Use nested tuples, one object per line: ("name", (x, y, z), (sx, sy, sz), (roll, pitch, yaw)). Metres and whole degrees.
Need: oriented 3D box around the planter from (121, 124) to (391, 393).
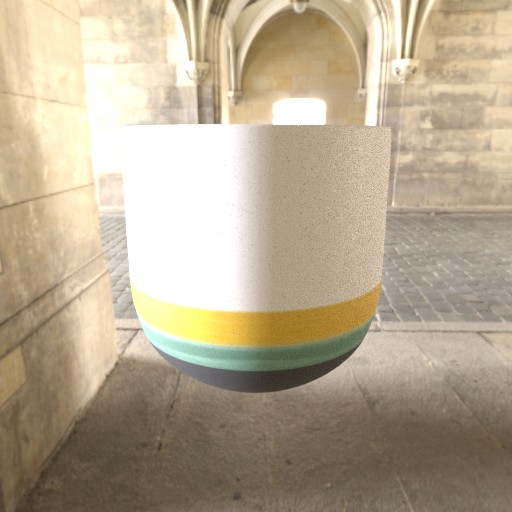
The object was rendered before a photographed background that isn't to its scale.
("planter", (0.000, 0.000, 0.487), (0.268, 0.270, 0.268), (0, 15, 0))
